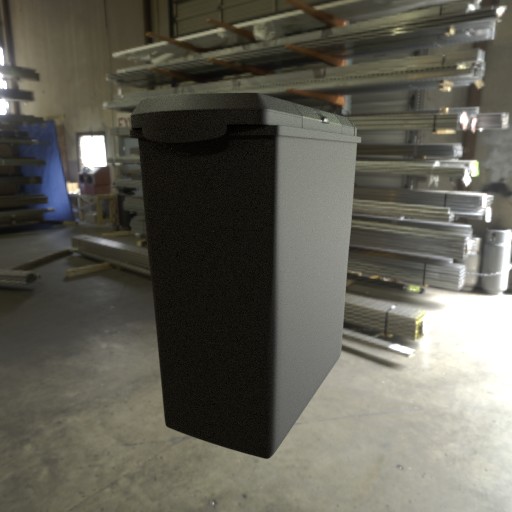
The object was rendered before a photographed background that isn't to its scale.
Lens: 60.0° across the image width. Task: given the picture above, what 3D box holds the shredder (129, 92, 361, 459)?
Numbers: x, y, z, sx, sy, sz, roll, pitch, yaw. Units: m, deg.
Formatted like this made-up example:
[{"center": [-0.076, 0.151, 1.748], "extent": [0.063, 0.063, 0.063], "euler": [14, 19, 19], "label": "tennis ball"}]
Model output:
[{"center": [0.000, 0.000, 0.521], "extent": [0.170, 0.335, 0.320], "euler": [6, 14, 25], "label": "shredder"}]
